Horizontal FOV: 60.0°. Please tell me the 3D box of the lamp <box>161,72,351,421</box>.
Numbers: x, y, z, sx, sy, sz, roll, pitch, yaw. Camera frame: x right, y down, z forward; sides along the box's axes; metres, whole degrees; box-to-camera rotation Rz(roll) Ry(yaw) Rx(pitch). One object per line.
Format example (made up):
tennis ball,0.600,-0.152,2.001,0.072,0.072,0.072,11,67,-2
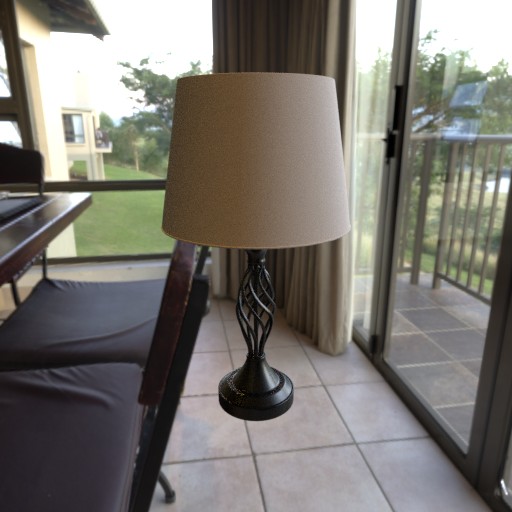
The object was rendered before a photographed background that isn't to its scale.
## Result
lamp,0.000,0.000,0.806,0.331,0.594,0.331,0,17,0
